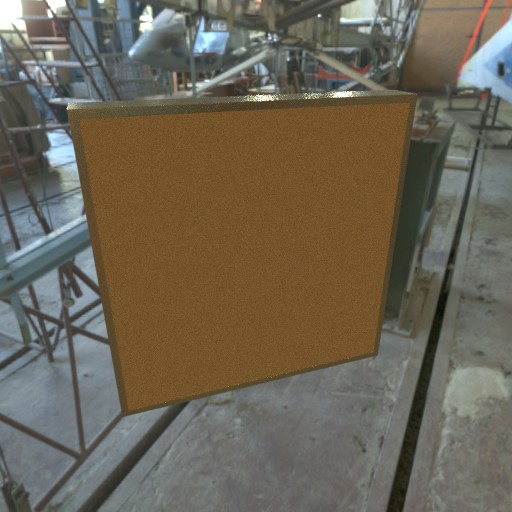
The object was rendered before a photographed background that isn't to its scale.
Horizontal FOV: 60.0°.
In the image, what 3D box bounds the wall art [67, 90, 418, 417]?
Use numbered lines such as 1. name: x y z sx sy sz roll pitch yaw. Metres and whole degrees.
1. wall art: 0.000 0.000 0.450 0.304 0.304 0.038 -9 28 -17
